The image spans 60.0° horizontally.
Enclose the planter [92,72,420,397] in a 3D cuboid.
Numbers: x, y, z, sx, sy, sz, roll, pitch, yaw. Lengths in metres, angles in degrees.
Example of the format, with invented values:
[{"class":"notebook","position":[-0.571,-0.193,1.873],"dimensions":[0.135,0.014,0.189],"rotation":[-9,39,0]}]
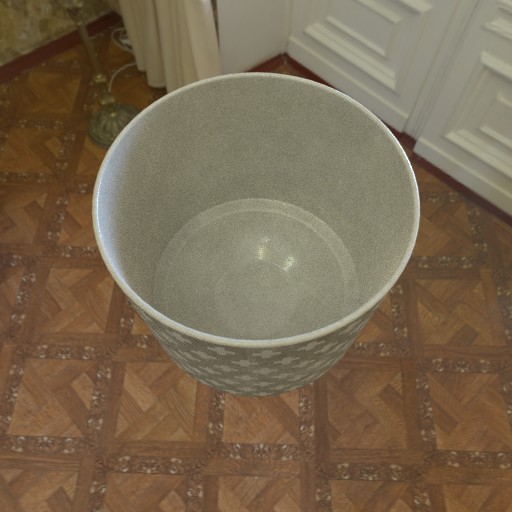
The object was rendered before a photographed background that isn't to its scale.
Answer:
[{"class":"planter","position":[0.000,0.000,0.340],"dimensions":[0.190,0.181,0.190],"rotation":[0,63,0]}]
